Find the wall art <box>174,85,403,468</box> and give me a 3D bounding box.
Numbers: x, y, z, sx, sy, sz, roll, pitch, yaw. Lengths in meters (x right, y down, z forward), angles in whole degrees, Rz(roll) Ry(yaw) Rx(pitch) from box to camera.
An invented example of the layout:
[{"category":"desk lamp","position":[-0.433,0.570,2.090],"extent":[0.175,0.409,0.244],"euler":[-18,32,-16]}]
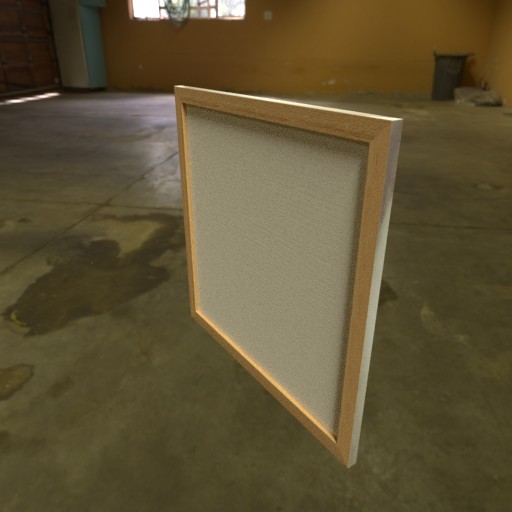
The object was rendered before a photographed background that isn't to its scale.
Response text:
[{"category":"wall art","position":[0.000,0.000,1.128],"extent":[0.027,0.762,0.762],"euler":[-17,30,-31]}]
